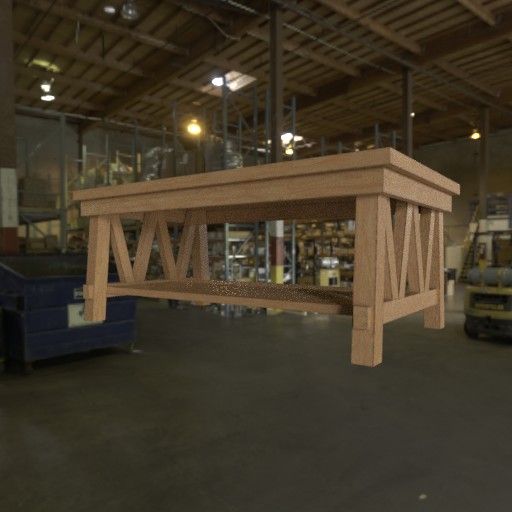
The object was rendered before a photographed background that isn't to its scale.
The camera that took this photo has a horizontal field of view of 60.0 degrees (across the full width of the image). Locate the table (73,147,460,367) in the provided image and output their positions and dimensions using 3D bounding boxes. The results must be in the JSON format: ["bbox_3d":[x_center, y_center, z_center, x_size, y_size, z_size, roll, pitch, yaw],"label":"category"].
[{"bbox_3d":[0.000,0.000,1.661,1.270,0.507,0.711,1,1,36],"label":"table"}]
